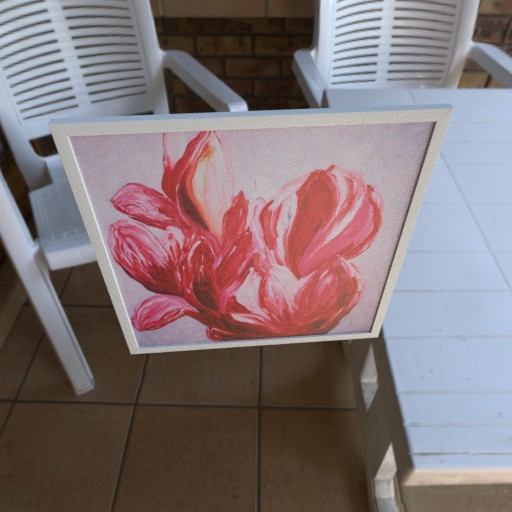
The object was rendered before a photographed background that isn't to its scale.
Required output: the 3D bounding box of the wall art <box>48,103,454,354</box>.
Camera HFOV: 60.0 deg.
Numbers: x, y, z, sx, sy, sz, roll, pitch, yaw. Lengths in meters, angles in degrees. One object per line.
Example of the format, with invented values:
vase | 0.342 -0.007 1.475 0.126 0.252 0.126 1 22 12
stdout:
wall art | 0.000 0.000 1.167 0.805 0.803 0.022 -3 45 -3
